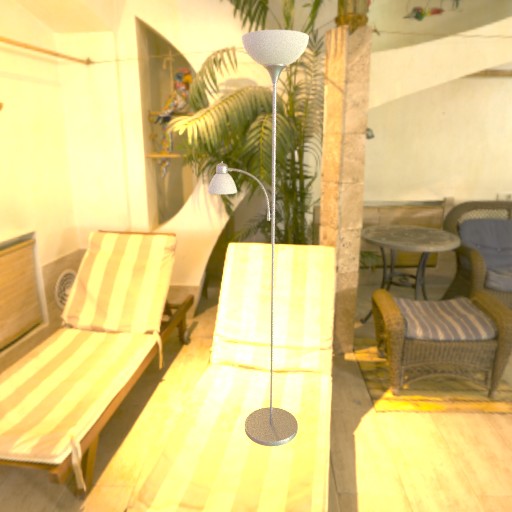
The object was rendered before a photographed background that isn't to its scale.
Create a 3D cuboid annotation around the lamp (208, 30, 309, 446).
[{"bbox_3d":[0.000,0.000,2.009,0.425,1.804,0.279,2,16,8],"label":"lamp"}]
